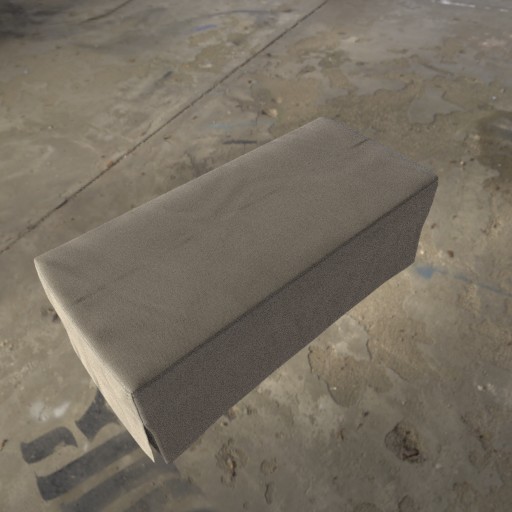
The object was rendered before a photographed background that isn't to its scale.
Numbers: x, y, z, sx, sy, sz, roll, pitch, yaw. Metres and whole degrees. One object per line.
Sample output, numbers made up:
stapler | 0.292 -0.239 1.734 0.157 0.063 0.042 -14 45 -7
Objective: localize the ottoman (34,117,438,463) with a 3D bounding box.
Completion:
ottoman | 0.000 0.000 1.678 1.388 0.457 0.665 -33 55 -27
